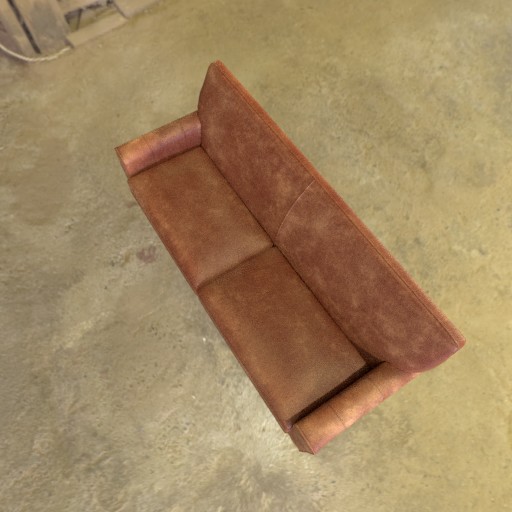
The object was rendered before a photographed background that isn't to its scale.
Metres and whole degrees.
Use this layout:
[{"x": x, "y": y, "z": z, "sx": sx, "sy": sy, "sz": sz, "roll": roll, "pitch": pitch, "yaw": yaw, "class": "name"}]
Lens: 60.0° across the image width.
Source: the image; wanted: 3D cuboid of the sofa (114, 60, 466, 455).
[{"x": 0.000, "y": 0.000, "z": 2.554, "sx": 0.805, "sy": 0.947, "sz": 2.053, "roll": -30, "pitch": 68, "yaw": -14, "class": "sofa"}]
